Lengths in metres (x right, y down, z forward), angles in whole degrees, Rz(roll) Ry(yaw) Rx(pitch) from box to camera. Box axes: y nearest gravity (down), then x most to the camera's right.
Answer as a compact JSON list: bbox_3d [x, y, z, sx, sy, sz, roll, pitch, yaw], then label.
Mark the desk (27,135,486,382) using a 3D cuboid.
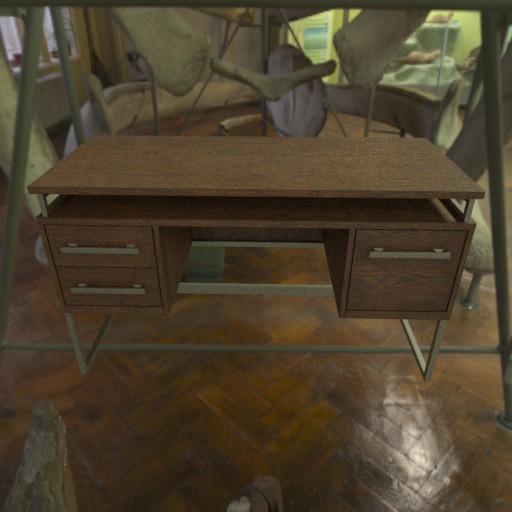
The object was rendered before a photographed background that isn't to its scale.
[{"bbox_3d":[0.000,0.000,1.776,1.384,0.792,0.610,1,30,1],"label":"desk"}]
